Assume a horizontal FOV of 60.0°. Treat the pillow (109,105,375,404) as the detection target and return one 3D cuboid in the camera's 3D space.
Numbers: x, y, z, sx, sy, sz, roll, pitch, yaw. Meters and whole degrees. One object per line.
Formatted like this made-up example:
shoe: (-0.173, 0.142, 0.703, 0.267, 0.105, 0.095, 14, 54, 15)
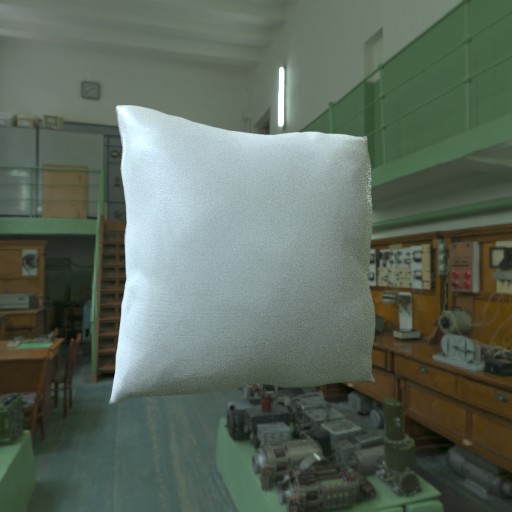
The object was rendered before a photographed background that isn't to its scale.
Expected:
pillow: (0.000, 0.000, 0.722, 0.450, 0.448, 0.245, 0, -2, -18)
